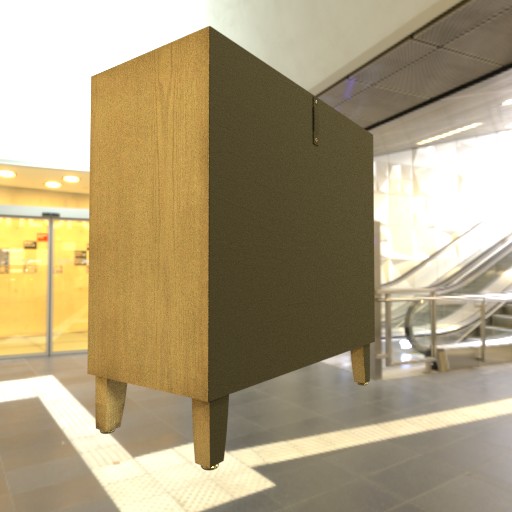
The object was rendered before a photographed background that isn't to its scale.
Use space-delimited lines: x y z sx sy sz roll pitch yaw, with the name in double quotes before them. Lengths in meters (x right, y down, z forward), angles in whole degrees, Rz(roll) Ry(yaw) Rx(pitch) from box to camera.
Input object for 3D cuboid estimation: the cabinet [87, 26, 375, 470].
"cabinet" 0.000 0.000 1.191 0.370 0.787 0.781 -1 -2 36
